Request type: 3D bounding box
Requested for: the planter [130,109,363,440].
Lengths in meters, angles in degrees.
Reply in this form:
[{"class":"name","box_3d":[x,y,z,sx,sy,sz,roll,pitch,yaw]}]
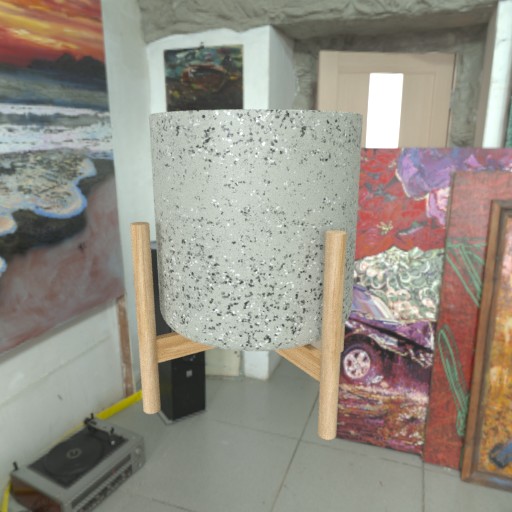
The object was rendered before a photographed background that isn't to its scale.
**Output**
[{"class":"planter","box_3d":[0.000,0.000,0.697,0.360,0.419,0.360,-2,15,-9]}]
